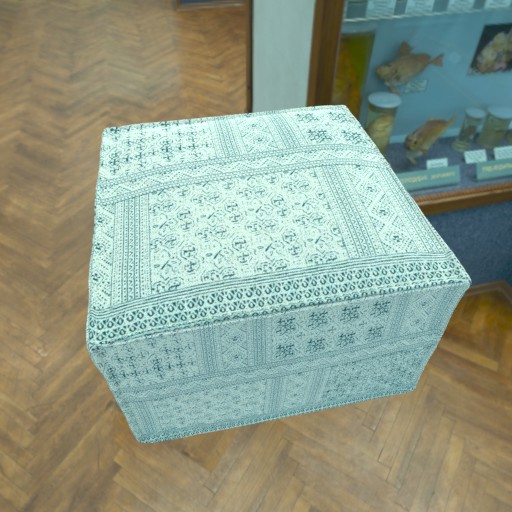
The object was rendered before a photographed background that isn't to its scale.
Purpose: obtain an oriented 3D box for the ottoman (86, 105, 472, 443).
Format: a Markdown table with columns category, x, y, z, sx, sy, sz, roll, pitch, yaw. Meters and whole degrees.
| category | x | y | z | sx | sy | sz | roll | pitch | yaw |
| --- | --- | --- | --- | --- | --- | --- | --- | --- | --- |
| ottoman | 0.000 | 0.000 | 1.014 | 0.626 | 0.439 | 0.617 | -8 | 47 | -8 |
